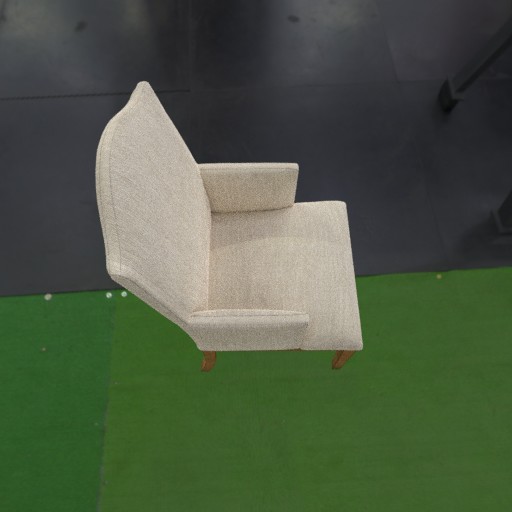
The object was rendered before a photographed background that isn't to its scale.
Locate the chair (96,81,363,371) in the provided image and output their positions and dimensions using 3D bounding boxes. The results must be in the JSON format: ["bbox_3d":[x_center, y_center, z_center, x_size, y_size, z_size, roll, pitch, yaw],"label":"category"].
[{"bbox_3d":[0.000,0.000,1.338,0.641,1.016,0.533,-1,64,0],"label":"chair"}]
